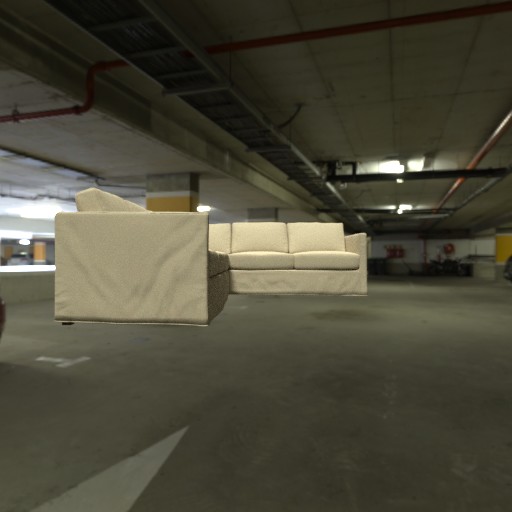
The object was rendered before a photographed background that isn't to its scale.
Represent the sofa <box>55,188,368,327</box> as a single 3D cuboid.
[{"bbox_3d":[0.000,0.000,4.224,2.432,0.871,3.182,0,0,0],"label":"sofa"}]
